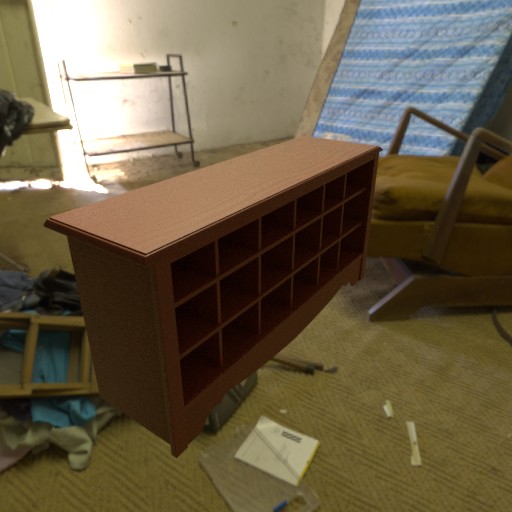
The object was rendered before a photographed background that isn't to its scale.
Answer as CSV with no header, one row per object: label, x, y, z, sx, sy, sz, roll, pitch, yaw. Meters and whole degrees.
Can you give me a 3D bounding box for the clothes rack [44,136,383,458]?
clothes rack,0.000,0.000,1.554,0.362,0.594,1.251,18,31,32
